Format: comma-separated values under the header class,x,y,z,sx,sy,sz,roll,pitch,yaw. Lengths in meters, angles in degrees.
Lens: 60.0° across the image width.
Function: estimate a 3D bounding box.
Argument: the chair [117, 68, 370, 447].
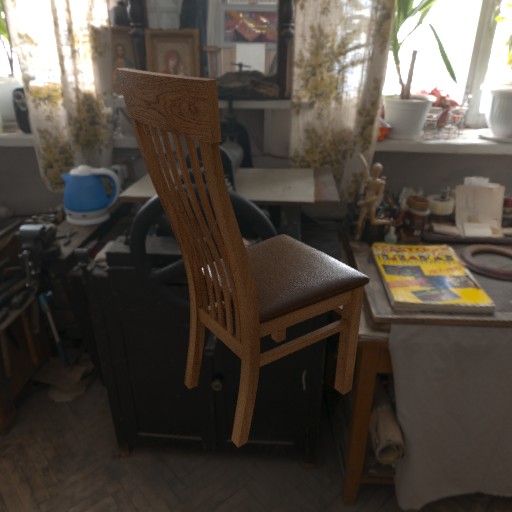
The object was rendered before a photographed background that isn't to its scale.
class,x,y,z,sx,sy,sz,roll,pitch,yaw
chair,0.000,0.000,1.346,0.580,1.050,0.450,-18,31,-32
